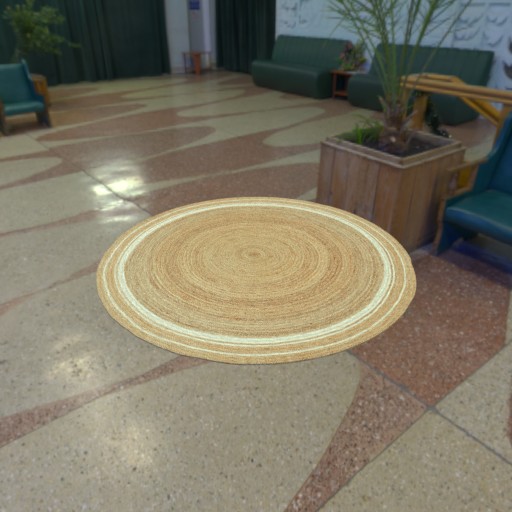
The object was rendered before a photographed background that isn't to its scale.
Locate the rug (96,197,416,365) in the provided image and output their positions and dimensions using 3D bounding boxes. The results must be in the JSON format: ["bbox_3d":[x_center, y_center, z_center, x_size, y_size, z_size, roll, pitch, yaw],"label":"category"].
[{"bbox_3d":[0.000,0.000,3.548,2.444,0.015,2.444,0,30,0],"label":"rug"}]
